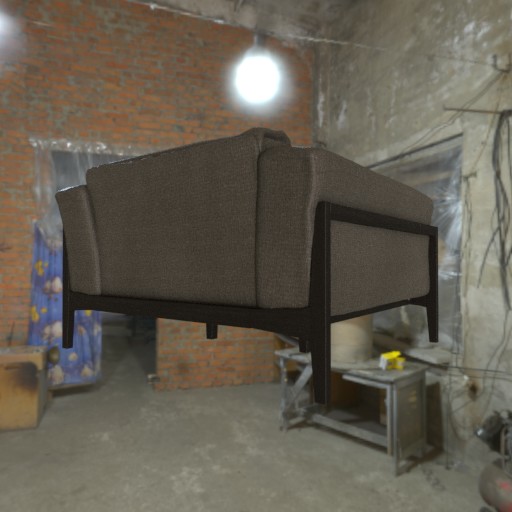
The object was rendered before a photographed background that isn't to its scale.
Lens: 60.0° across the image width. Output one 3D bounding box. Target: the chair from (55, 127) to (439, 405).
[{"bbox_3d":[0.000,0.000,1.609,1.056,0.646,0.969,0,-1,37],"label":"chair"}]
